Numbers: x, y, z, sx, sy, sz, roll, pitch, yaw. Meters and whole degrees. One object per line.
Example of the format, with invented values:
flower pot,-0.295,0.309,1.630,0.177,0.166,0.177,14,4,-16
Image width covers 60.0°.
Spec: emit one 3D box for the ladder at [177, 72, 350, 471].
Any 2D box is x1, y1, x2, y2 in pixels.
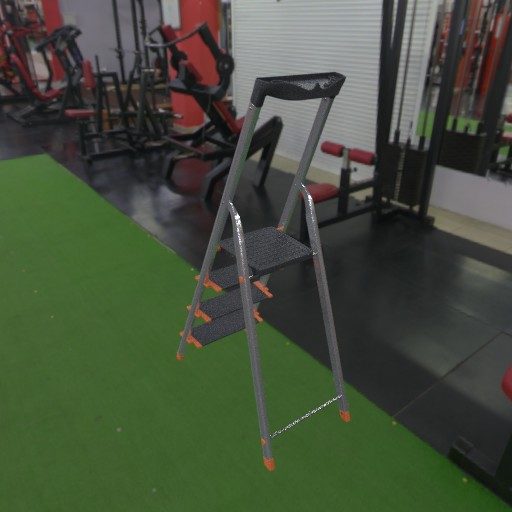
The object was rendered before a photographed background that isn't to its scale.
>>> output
ladder,0.000,0.000,1.833,0.452,1.429,0.834,-18,33,-31
